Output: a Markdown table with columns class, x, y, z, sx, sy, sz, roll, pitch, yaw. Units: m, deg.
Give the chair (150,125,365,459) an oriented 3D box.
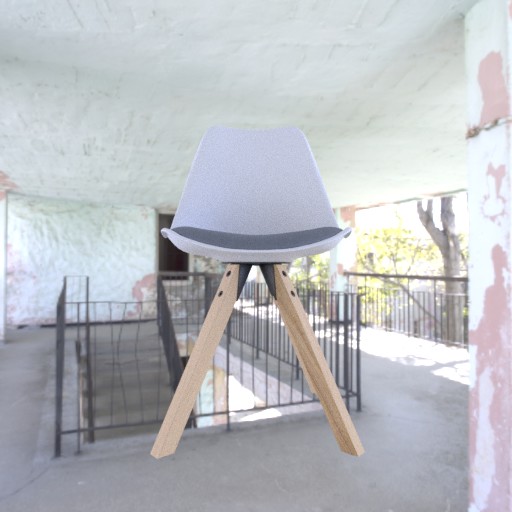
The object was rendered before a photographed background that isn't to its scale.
| class | x | y | z | sx | sy | sz | roll | pitch | yaw |
| --- | --- | --- | --- | --- | --- | --- | --- | --- | --- |
| chair | 0.000 | 0.000 | 1.184 | 0.485 | 0.850 | 0.550 | 0 | -1 | -1 |
